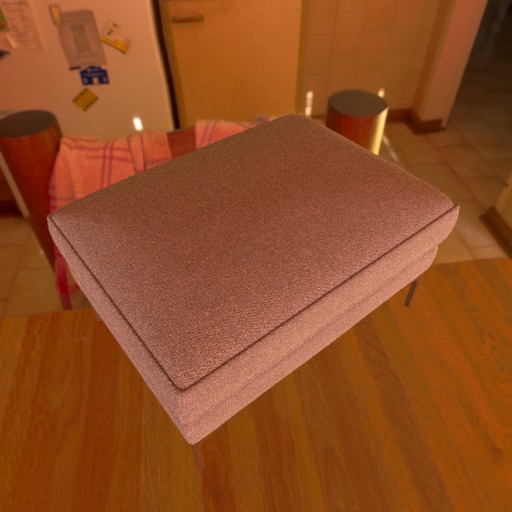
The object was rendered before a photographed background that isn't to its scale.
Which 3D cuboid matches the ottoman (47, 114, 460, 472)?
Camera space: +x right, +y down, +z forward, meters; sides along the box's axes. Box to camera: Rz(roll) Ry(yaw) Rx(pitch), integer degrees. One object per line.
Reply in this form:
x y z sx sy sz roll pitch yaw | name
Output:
0.000 0.000 1.129 0.785 0.464 0.583 -30 52 -26 | ottoman
